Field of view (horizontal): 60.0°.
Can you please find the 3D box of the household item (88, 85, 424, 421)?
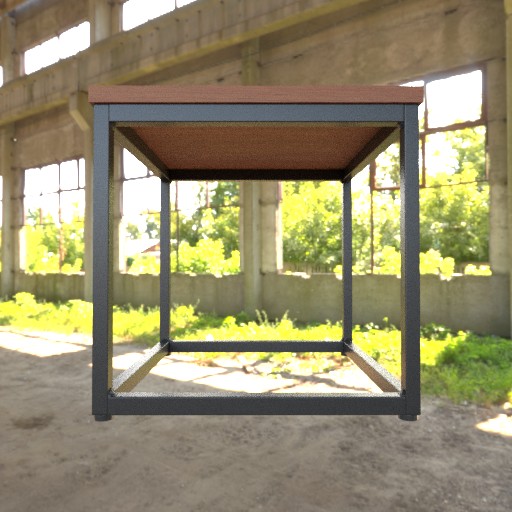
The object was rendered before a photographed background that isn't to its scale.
[{"bbox_3d":[0.000,0.000,0.725,0.400,0.400,0.400,0,-1,0],"label":"household item"}]
